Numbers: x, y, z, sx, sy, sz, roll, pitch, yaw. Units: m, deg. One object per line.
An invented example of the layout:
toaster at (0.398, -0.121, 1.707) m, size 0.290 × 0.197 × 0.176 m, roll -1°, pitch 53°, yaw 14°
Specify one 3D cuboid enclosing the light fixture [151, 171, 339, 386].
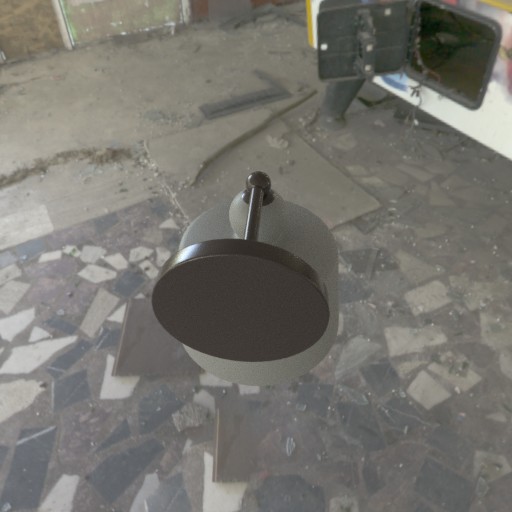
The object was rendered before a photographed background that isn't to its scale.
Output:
light fixture at (0.000, 0.000, 0.451) m, size 0.204 × 0.268 × 0.254 m, roll 4°, pitch 47°, yaw 4°
